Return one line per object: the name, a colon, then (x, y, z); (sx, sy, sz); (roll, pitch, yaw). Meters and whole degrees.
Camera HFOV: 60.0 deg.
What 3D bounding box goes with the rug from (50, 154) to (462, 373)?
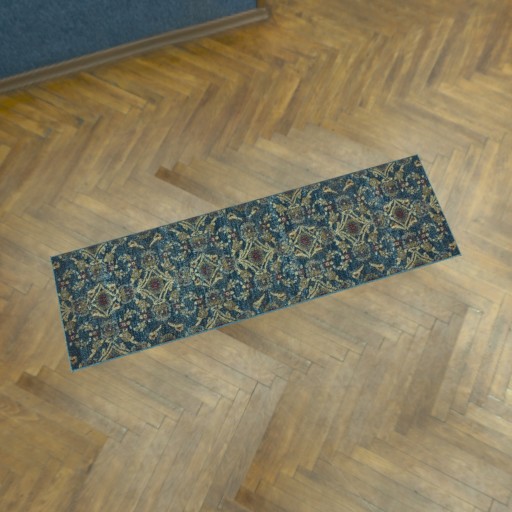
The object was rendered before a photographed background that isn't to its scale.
rug: (0.000, 0.000, 2.571); (2.292, 0.014, 0.685); (-16, 76, -4)
